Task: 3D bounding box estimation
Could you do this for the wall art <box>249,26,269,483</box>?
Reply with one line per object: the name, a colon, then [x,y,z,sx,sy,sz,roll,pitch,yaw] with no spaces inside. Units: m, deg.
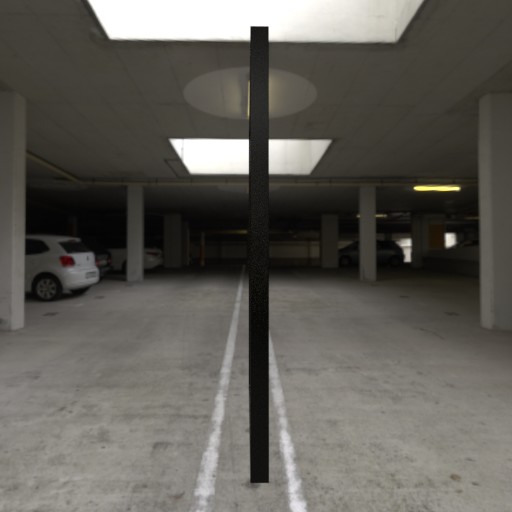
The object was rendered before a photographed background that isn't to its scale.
wall art: [0.000,0.000,1.407,0.043,1.046,0.788,0,-1,-1]
